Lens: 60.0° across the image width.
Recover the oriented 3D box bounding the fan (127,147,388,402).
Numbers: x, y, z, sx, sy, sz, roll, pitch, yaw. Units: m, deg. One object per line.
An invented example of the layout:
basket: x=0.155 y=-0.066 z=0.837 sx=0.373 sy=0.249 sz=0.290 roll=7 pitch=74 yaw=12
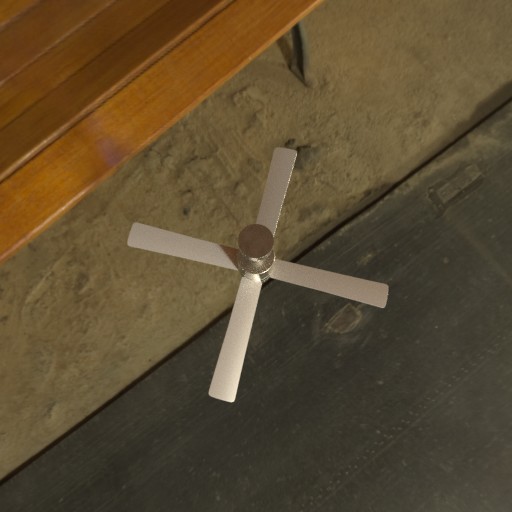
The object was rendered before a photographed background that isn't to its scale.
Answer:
fan: x=0.000 y=0.000 z=2.373 sx=1.525 sy=0.539 sz=1.525 roll=14 pitch=75 yaw=4
